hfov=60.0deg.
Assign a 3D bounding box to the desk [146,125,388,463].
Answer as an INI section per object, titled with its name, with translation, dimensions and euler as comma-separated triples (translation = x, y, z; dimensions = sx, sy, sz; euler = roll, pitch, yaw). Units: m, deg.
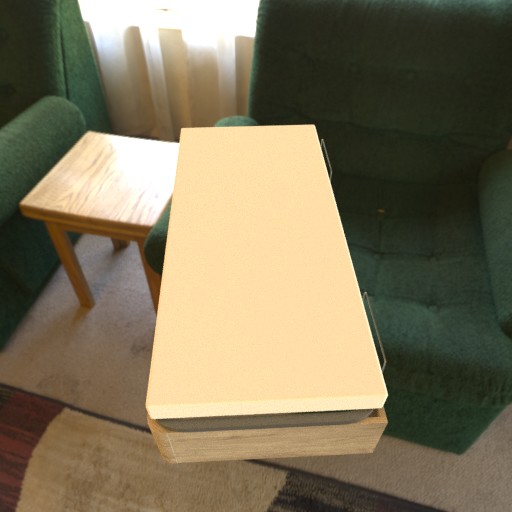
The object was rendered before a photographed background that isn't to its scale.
[desk]
translation = 0.000, 0.000, 2.332
dimensions = 0.900, 0.455, 1.900
euler = -2, 46, -2
